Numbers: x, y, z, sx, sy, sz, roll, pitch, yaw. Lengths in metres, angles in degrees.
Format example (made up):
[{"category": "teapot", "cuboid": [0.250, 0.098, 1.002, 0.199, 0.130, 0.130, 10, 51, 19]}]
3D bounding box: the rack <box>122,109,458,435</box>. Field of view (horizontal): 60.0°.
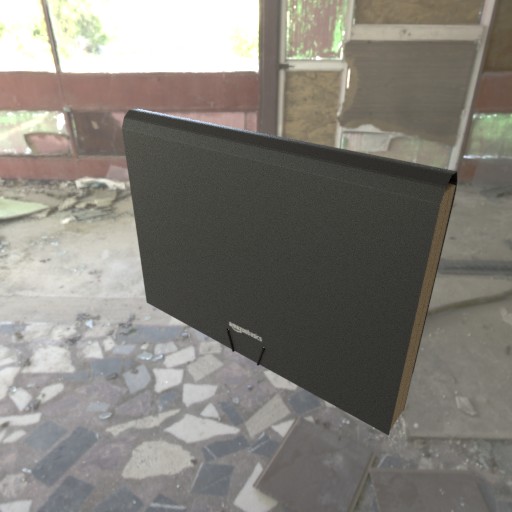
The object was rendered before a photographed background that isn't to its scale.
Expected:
[{"category": "rack", "cuboid": [0.000, 0.000, 0.439, 0.330, 0.241, 0.041, 21, 36, 32]}]
